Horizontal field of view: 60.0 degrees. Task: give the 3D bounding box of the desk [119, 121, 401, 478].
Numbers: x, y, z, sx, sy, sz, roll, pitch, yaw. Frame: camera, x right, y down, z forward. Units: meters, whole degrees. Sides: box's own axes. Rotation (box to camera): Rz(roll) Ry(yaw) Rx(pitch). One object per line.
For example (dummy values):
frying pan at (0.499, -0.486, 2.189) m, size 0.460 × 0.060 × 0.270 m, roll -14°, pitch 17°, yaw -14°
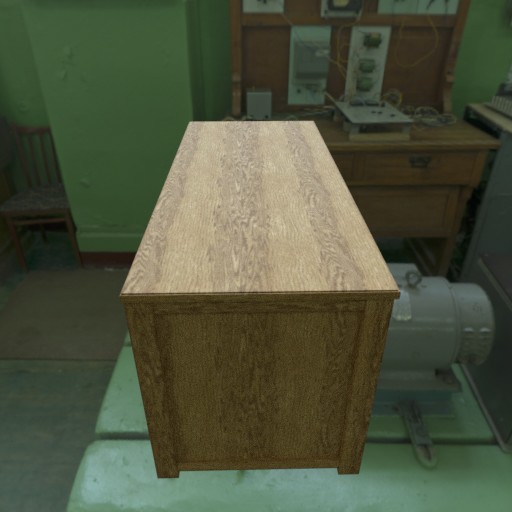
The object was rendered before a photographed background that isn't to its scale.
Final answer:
desk at (0.000, 0.000, 1.922) m, size 0.685 × 0.751 × 1.567 m, roll -1°, pitch 31°, yaw -1°
